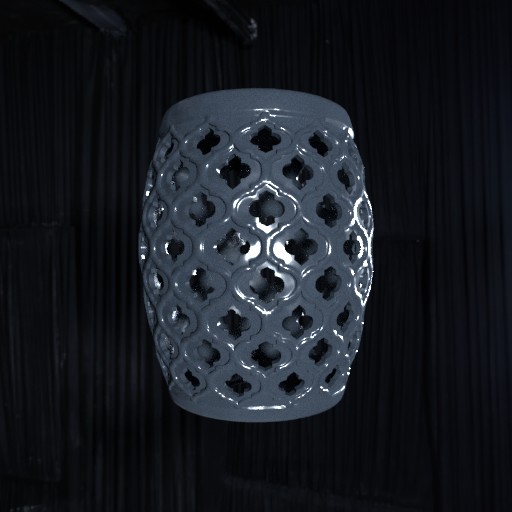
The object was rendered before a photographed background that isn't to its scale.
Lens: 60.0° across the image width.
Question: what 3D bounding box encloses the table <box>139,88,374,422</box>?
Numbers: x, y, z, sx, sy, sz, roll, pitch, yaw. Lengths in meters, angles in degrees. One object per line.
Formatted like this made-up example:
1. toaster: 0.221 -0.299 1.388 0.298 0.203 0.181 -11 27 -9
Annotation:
1. table: 0.000 0.000 0.634 0.325 0.388 0.325 0 0 0
